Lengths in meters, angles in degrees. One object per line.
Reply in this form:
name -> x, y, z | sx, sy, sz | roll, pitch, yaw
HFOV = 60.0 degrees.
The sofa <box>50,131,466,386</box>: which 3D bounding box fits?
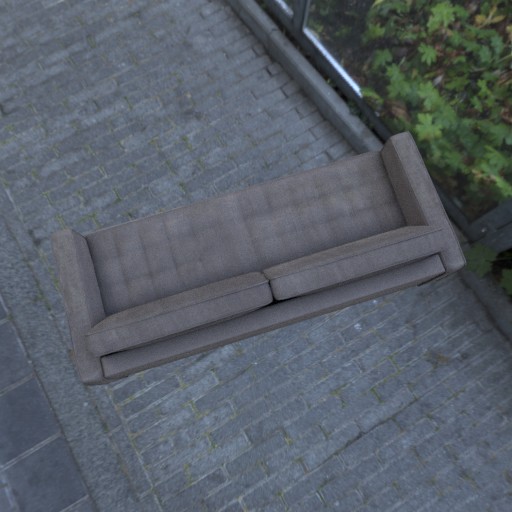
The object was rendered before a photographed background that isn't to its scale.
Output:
sofa -> 0.000, 0.000, 2.722 | 2.295, 0.813, 0.923 | -17, 77, -4
